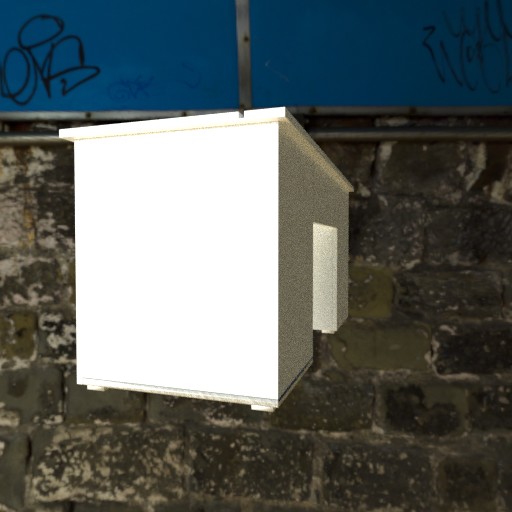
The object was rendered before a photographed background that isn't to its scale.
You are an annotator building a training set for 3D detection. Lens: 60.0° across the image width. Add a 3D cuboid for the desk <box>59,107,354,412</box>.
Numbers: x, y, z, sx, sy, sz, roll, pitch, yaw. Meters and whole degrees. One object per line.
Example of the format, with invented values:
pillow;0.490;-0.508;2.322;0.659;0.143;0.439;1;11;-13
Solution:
desk;0.000;0.000;1.928;0.670;0.760;1.580;0;2;18
